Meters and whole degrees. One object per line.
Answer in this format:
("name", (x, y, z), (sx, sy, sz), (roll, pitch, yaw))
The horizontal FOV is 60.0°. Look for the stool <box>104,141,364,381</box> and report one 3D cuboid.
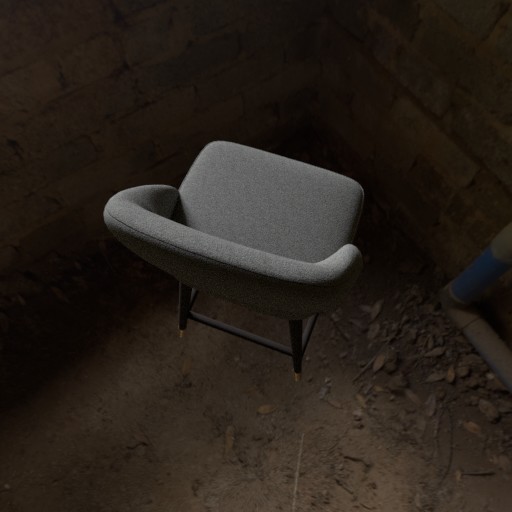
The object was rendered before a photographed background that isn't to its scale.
("stool", (0.000, 0.000, 1.231), (0.536, 0.925, 0.524), (19, 65, 9))
